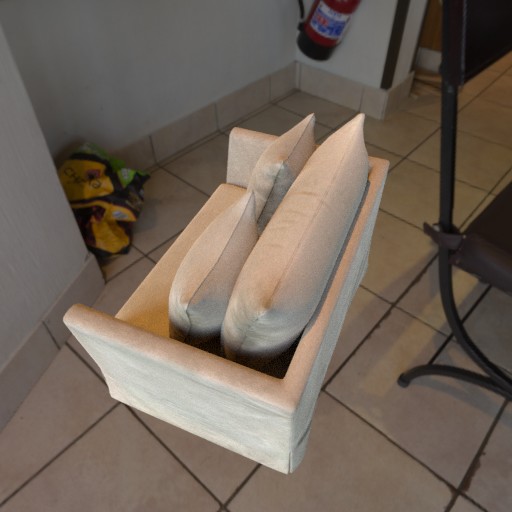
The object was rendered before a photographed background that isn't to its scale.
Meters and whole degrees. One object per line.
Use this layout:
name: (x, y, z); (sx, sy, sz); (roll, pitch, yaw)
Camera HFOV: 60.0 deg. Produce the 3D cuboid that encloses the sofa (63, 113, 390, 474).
sofa: (0.000, 0.000, 2.254); (1.035, 1.040, 1.608); (17, 48, 16)
